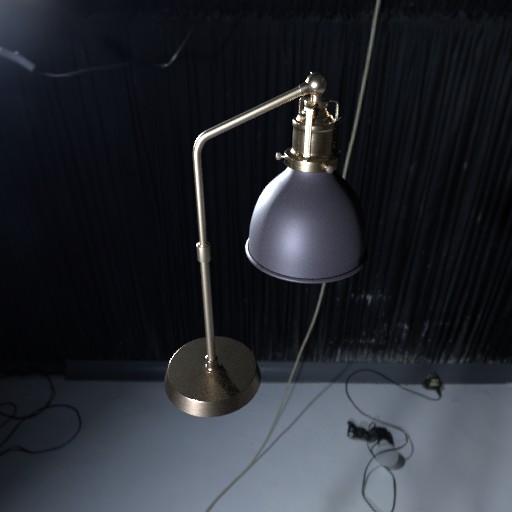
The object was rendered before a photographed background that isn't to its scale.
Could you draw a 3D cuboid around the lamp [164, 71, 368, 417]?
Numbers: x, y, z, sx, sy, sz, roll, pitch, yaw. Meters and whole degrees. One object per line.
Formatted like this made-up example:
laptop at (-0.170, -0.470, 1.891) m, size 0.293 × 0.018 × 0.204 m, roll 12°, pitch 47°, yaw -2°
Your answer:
lamp at (0.000, 0.000, 0.589) m, size 0.291 × 0.456 × 0.160 m, roll 0°, pitch 32°, yaw -1°
